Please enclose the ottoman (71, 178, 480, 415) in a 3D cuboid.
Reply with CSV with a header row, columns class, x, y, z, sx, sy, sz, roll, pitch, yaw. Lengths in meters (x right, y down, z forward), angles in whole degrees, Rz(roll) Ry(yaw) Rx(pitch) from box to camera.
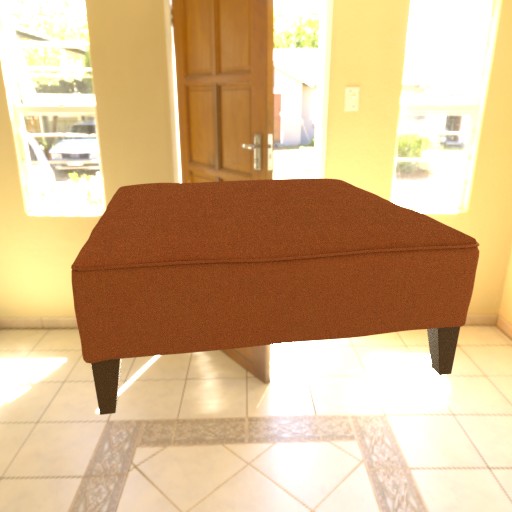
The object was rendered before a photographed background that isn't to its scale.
class,x,y,z,sx,sy,sz,roll,pitch,yaw
ottoman,0.000,0.000,1.531,0.999,0.438,0.997,-3,19,-10
